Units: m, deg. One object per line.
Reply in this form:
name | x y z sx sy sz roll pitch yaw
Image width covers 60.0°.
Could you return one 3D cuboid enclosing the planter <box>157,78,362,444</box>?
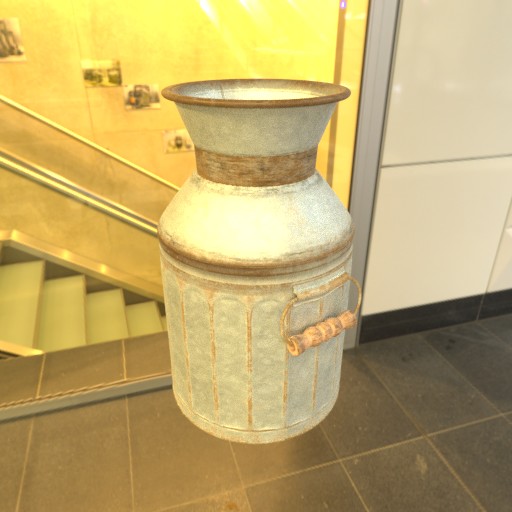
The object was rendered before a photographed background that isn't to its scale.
planter | 0.000 0.000 0.500 0.215 0.358 0.248 -19 33 -32
